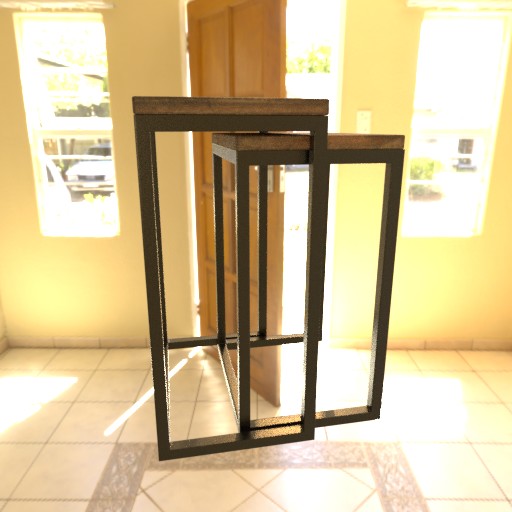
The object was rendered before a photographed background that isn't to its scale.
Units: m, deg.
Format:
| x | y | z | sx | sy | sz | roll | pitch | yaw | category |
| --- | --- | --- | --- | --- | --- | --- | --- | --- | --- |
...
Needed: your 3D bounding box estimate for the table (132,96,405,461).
| x | y | z | sx | sy | sz | roll | pitch | yaw | category |
| --- | --- | --- | --- | --- | --- | --- | --- | --- | --- |
| 0.000 | 0.000 | 0.953 | 0.460 | 0.615 | 0.456 | -3 | 16 | -9 | table |
